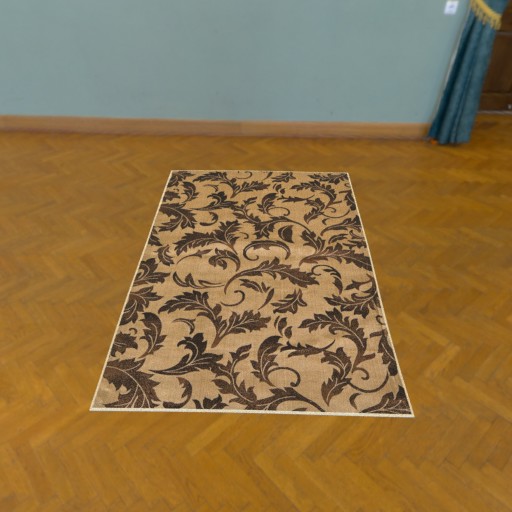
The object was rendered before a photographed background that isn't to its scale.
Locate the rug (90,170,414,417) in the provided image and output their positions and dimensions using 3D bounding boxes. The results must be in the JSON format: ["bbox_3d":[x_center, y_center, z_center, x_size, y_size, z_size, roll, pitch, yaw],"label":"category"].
[{"bbox_3d":[0.000,0.000,2.931,1.522,0.008,2.284,1,40,1],"label":"rug"}]
